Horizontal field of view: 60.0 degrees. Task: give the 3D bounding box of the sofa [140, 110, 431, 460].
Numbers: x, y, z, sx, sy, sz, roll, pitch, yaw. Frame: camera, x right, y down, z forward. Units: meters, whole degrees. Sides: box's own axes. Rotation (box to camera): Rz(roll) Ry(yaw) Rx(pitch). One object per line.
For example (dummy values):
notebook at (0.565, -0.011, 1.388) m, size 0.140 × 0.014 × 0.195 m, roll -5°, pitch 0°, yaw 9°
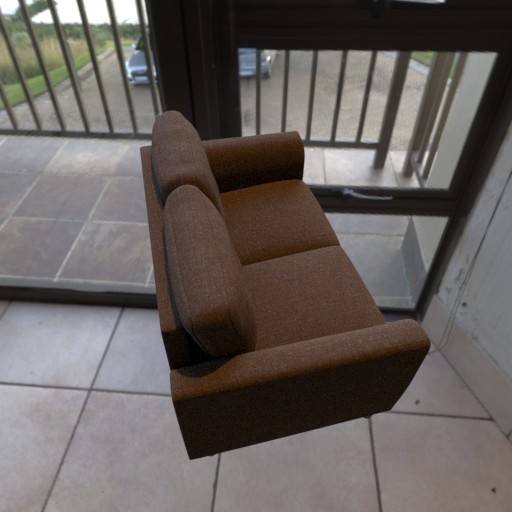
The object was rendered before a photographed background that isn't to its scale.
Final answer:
sofa at (0.000, 0.000, 1.954) m, size 0.851 × 0.885 × 1.423 m, roll -10°, pitch 45°, yaw -10°
